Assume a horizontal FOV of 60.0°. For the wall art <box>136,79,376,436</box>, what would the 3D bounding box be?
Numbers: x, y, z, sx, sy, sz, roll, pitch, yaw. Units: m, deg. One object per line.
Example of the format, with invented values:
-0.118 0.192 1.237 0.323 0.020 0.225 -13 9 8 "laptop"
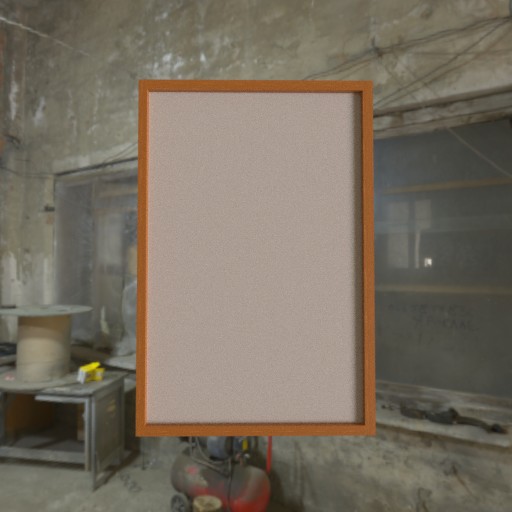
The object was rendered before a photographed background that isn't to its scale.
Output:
0.000 0.000 1.158 0.610 0.916 0.037 0 -2 -1 "wall art"
